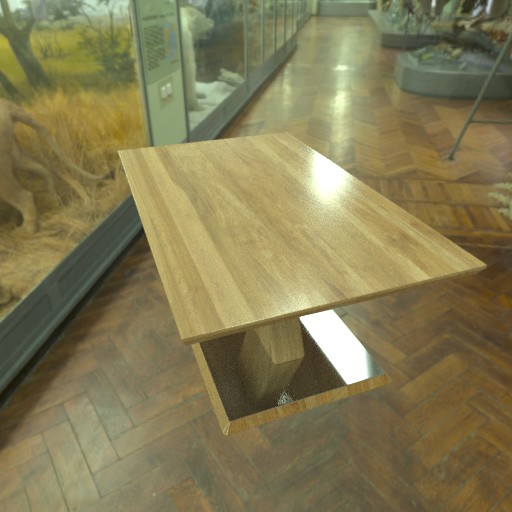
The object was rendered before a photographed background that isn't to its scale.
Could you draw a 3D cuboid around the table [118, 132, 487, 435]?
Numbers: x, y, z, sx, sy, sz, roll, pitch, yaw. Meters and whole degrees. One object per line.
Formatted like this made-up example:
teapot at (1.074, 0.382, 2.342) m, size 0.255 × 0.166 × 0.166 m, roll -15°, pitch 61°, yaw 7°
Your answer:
table at (0.000, 0.000, 1.440) m, size 0.692 × 0.441 × 1.100 m, roll -11°, pitch 33°, yaw -17°
